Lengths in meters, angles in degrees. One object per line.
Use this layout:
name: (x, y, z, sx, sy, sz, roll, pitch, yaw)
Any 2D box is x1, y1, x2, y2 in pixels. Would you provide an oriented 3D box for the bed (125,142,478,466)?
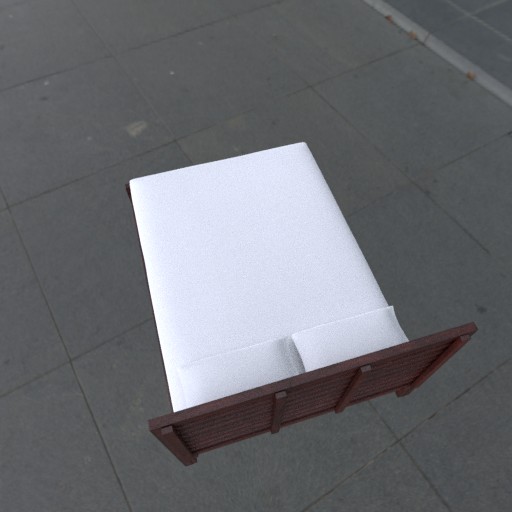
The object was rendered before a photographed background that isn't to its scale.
bed: (0.000, 0.000, 3.899, 2.040, 1.492, 2.803, -14, 59, -9)
